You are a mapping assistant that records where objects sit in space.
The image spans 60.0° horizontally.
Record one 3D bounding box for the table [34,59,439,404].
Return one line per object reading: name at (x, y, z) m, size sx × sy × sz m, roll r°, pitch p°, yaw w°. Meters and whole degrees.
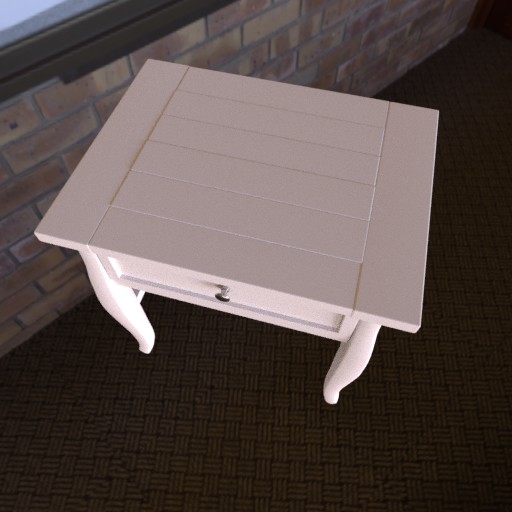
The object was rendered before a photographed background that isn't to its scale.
table at (0.000, 0.000, 1.026) m, size 0.599 × 0.605 × 0.463 m, roll 13°, pitch 59°, yaw 8°
